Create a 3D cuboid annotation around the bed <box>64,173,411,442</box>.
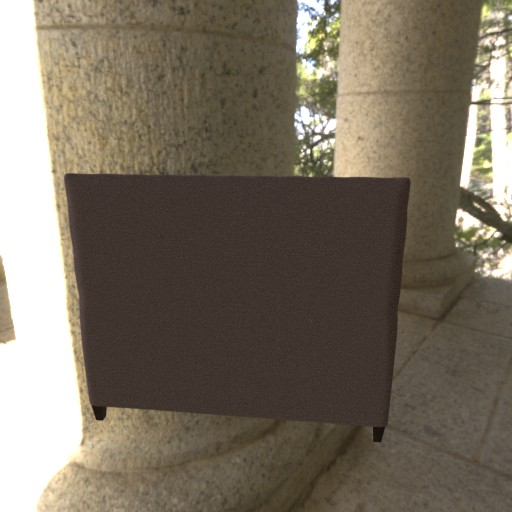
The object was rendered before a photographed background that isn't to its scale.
[{"bbox_3d":[0.000,0.000,3.340,1.696,1.426,2.233,2,16,6],"label":"bed"}]
